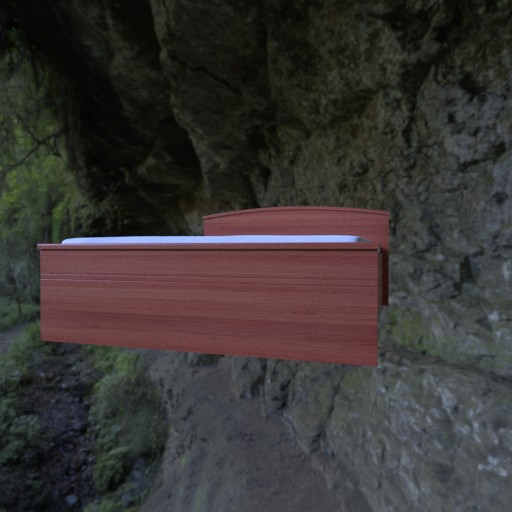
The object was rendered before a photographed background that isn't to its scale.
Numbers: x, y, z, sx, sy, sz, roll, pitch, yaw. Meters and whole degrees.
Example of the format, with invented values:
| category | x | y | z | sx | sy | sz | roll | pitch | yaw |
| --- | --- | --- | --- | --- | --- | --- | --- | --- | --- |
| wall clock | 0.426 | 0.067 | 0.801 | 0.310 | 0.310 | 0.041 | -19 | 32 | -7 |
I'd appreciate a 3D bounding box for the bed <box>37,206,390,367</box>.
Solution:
| category | x | y | z | sx | sy | sz | roll | pitch | yaw |
| --- | --- | --- | --- | --- | --- | --- | --- | --- | --- |
| bed | 0.000 | 0.000 | 2.983 | 1.683 | 0.848 | 2.053 | 0 | 1 | 18 |
